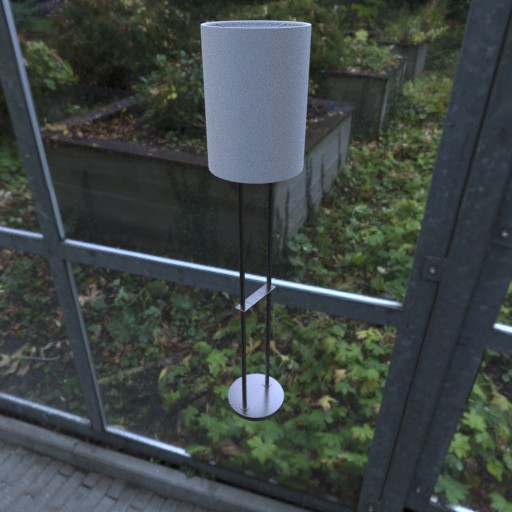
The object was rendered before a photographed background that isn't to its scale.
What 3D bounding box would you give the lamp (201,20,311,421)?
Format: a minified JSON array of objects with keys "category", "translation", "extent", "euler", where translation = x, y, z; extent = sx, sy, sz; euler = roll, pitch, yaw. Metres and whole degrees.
[{"category":"lamp","translation":[0.000,0.000,1.614],"extent":[0.305,1.500,0.306],"euler":[21,37,31]}]
